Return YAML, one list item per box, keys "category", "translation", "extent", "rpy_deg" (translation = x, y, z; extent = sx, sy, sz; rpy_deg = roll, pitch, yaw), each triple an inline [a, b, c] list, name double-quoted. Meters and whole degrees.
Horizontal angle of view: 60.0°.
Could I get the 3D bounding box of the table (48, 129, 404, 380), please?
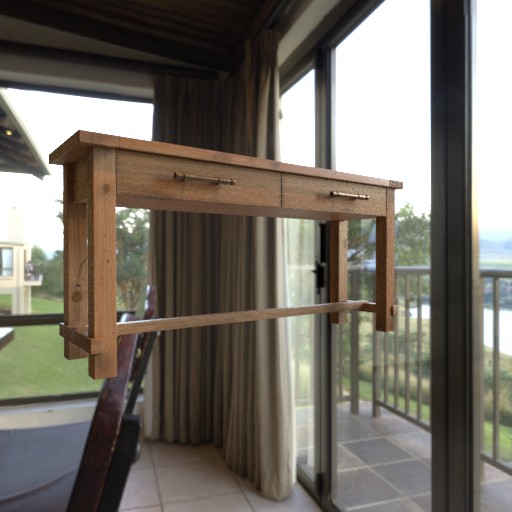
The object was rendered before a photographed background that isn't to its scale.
- category: "table"
  translation: [0.000, 0.000, 1.949]
  extent: [1.599, 0.762, 0.442]
  rpy_deg: [0, 0, -36]
